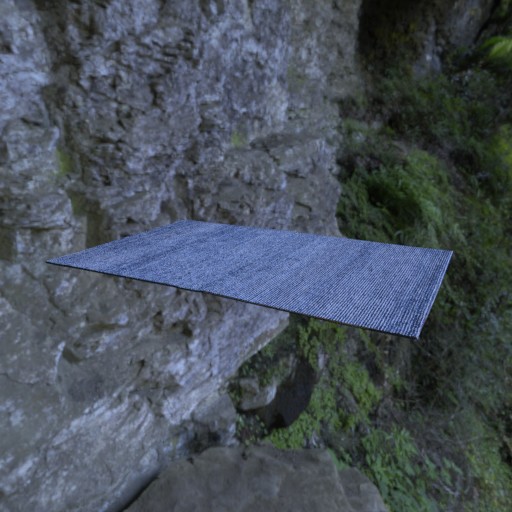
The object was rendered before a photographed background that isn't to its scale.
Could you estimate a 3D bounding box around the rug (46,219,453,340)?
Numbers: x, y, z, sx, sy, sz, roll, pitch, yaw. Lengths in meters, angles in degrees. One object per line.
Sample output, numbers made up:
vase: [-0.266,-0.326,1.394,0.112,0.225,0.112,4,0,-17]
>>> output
rug: [0.000,0.000,2.301,1.793,0.025,1.159,9,18,27]
